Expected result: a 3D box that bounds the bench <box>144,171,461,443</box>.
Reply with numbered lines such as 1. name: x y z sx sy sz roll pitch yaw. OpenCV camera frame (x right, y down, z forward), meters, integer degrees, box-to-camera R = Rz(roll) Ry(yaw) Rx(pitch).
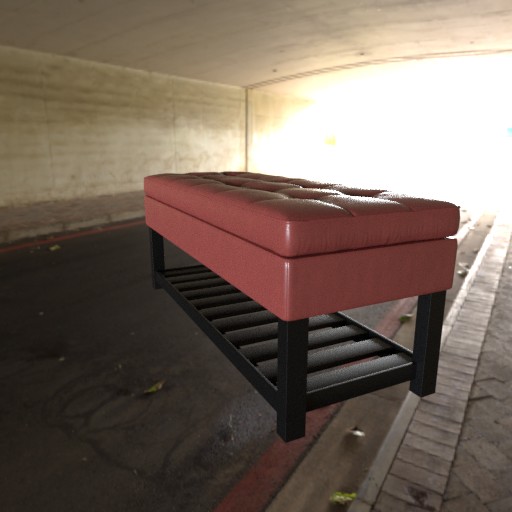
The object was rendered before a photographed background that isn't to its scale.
1. bench: 0.000 0.000 1.357 0.432 0.460 1.105 -7 16 -25
